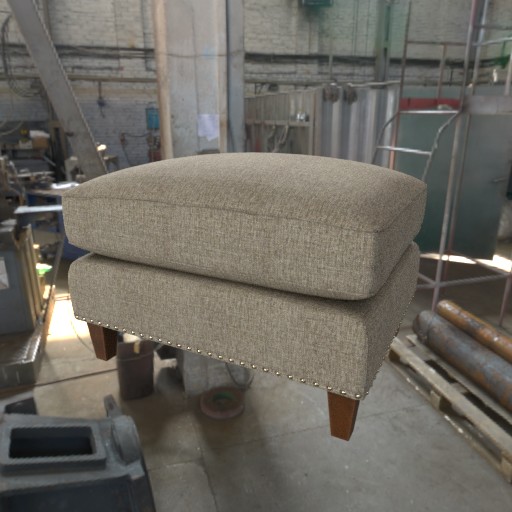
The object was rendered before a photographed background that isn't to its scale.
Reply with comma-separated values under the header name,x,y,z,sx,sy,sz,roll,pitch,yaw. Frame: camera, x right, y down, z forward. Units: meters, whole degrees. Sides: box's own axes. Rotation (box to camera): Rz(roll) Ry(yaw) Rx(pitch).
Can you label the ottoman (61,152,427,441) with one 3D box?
name,x,y,z,sx,sy,sz,roll,pitch,yaw
ottoman,0.000,0.000,1.145,0.741,0.513,0.584,9,20,26
